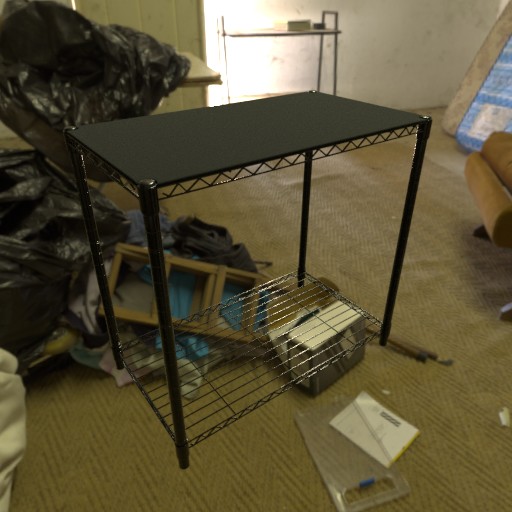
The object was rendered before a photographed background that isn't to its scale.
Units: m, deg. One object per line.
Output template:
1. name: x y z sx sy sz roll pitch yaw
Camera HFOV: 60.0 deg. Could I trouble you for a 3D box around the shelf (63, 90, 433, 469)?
1. shelf: 0.000 0.000 0.942 0.589 0.564 0.338 -21 36 -31
